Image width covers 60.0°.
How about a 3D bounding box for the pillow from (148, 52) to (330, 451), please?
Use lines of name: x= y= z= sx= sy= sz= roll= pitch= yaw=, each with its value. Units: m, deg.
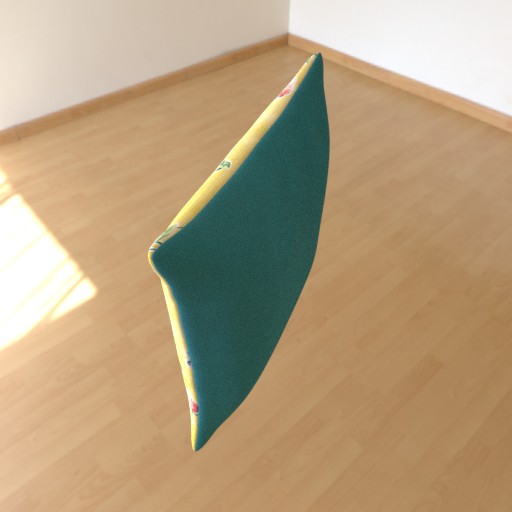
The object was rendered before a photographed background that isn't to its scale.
pillow: x=0.000 y=0.000 z=0.767 sx=0.166 sy=0.508 sz=0.525 roll=17 pitch=49 yaw=16
